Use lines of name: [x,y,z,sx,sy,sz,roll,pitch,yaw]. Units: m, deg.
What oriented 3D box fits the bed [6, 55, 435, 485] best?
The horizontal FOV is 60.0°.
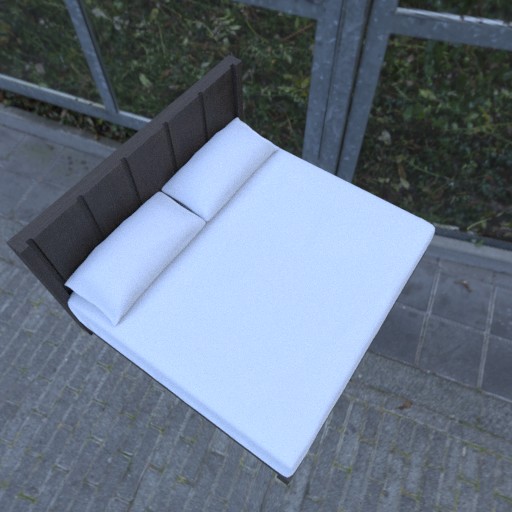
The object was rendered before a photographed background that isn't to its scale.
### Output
bed: [0.000,0.000,3.239,2.012,1.270,2.134,31,63,17]
